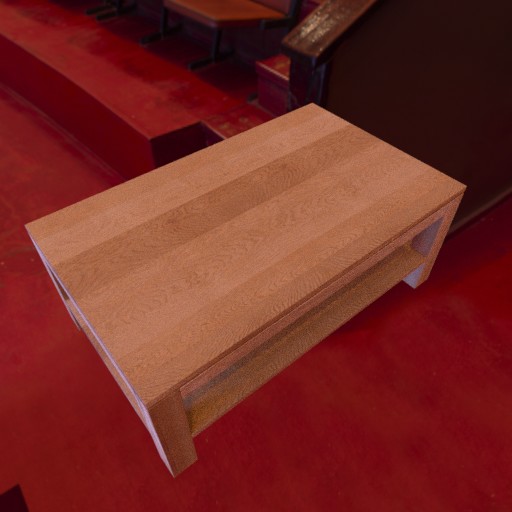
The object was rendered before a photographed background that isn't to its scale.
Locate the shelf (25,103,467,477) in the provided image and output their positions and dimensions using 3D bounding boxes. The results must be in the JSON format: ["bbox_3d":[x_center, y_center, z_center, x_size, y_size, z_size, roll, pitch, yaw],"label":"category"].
[{"bbox_3d":[0.000,0.000,1.501,1.150,0.450,0.700,-30,53,-26],"label":"shelf"}]
